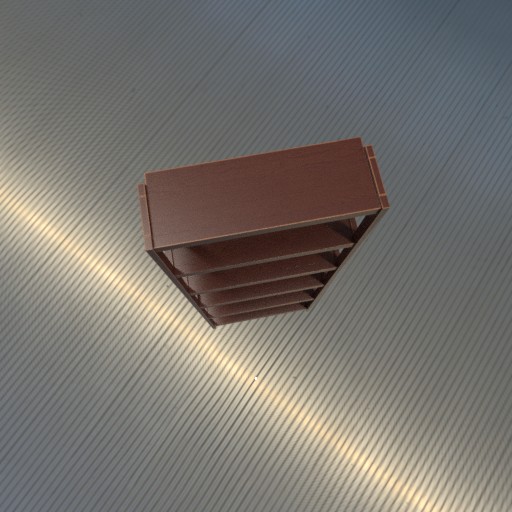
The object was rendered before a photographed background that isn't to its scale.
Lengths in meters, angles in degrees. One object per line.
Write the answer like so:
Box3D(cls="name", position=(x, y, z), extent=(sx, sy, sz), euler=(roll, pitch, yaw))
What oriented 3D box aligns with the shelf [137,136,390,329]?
Box3D(cls="shelf", position=(0.000, 0.000, 2.127), extent=(0.660, 1.892, 0.381), euler=(-10, 75, -3))
